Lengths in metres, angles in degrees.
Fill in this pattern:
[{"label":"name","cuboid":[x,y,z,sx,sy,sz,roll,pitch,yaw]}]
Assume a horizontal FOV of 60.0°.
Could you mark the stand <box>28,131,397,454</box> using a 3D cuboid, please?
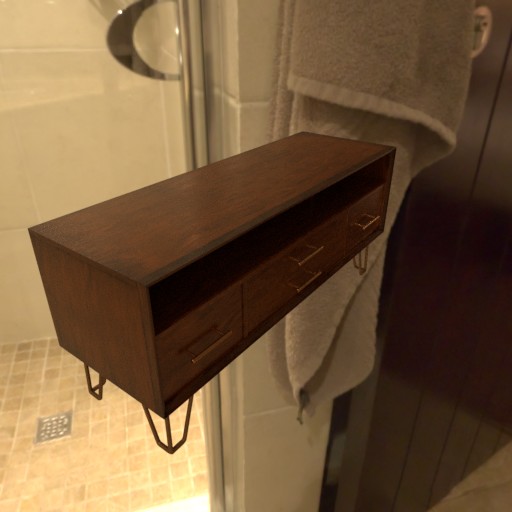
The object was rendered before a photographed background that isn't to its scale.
[{"label":"stand","cuboid":[0.000,0.000,1.672,0.481,0.610,1.372,20,35,32]}]
